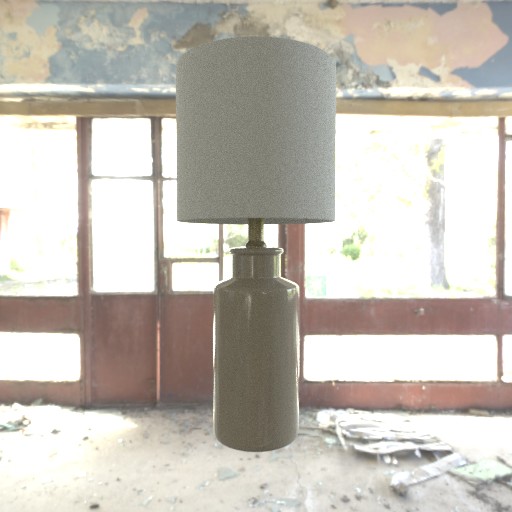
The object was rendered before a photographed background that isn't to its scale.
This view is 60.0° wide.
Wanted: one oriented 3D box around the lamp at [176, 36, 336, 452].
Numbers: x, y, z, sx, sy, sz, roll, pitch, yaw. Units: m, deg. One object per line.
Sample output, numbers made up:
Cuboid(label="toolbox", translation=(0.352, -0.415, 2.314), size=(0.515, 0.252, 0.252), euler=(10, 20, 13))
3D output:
Cuboid(label="lamp", translation=(0.000, 0.000, 0.603), size=(0.212, 0.493, 0.212), euler=(2, 3, 38))
